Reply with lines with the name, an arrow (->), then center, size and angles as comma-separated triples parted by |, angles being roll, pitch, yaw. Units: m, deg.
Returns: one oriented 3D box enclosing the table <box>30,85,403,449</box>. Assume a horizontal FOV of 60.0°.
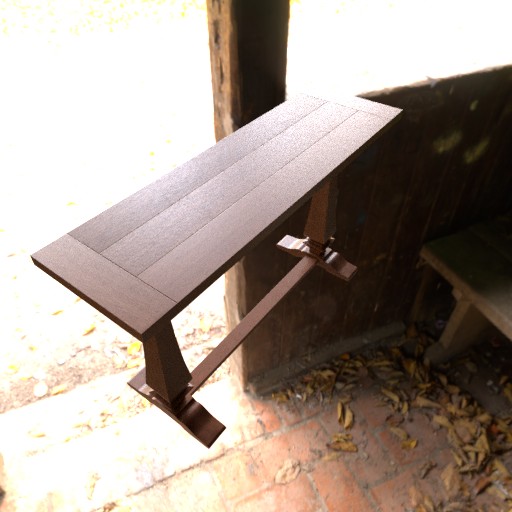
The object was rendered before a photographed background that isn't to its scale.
table -> 0.000, 0.000, 1.838 | 0.461, 0.852, 1.478 | 27, 49, 26
